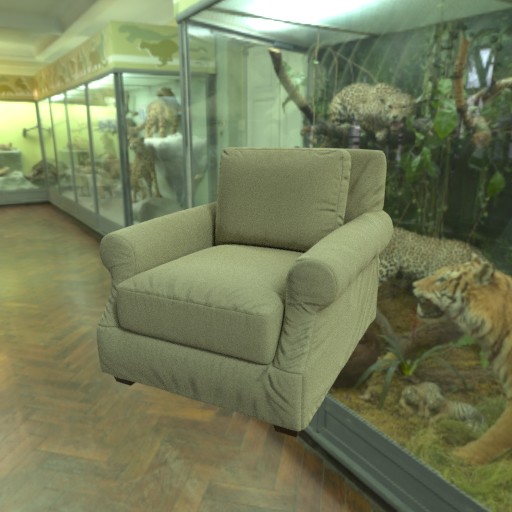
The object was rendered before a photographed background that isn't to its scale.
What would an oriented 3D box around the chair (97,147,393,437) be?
[{"bbox_3d":[0.000,0.000,1.831,0.940,0.866,1.066,7,17,25],"label":"chair"}]
